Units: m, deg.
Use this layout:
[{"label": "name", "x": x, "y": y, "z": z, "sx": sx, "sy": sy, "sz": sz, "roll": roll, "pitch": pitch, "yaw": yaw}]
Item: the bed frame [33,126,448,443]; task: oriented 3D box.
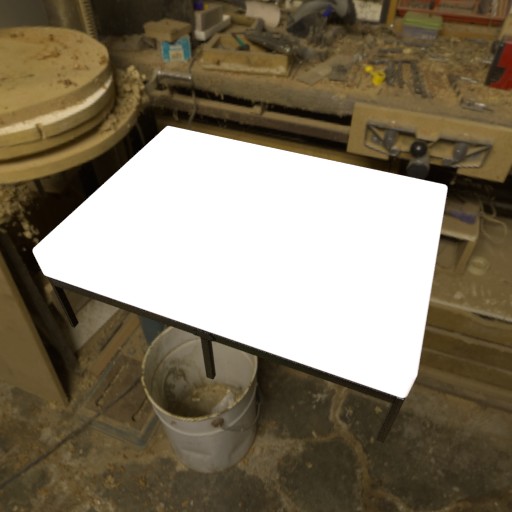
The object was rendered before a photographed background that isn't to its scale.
[{"label": "bed frame", "x": 0.000, "y": 0.000, "z": 2.715, "sx": 1.956, "sy": 0.659, "sz": 1.408, "roll": 16, "pitch": 47, "yaw": 15}]
